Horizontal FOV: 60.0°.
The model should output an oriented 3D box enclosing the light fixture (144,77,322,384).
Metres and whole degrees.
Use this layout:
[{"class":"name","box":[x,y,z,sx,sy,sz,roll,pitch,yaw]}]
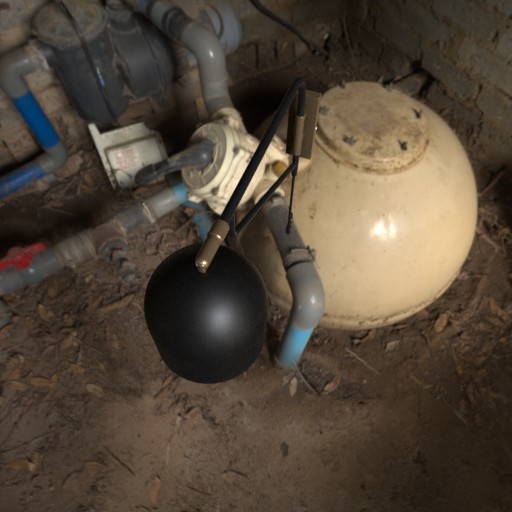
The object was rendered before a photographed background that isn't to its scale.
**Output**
[{"class":"light fixture","box":[0.000,0.000,1.079,0.215,0.696,0.720,17,59,11]}]
